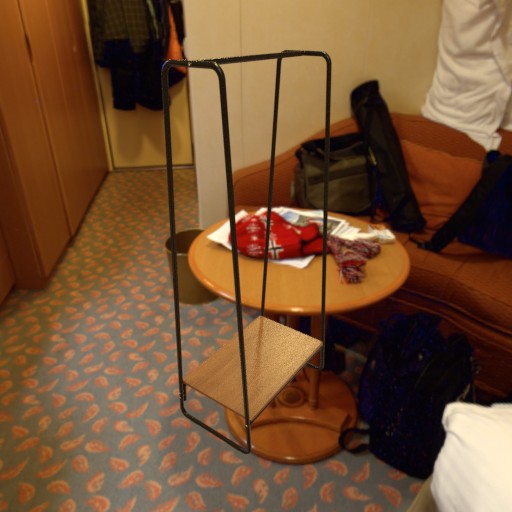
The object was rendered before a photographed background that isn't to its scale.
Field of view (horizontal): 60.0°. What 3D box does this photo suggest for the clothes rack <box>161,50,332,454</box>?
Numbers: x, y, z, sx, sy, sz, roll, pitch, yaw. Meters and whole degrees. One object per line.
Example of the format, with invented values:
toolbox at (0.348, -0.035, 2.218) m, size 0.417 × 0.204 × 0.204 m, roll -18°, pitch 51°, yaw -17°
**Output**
clothes rack at (0.000, 0.000, 1.811) m, size 0.400 × 1.500 × 0.640 m, roll 19°, pitch 33°, yaw 31°
